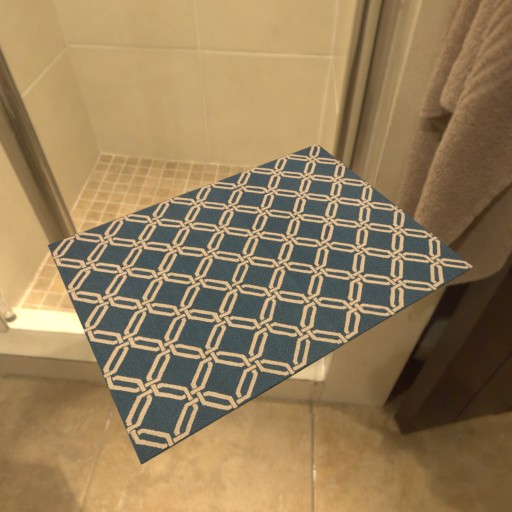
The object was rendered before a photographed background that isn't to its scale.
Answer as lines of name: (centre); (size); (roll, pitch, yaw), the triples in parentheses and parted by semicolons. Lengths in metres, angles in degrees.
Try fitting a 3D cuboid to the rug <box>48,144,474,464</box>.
rug: (0.000, 0.000, 4.285); (3.342, 0.018, 2.432); (-25, 52, -21)
